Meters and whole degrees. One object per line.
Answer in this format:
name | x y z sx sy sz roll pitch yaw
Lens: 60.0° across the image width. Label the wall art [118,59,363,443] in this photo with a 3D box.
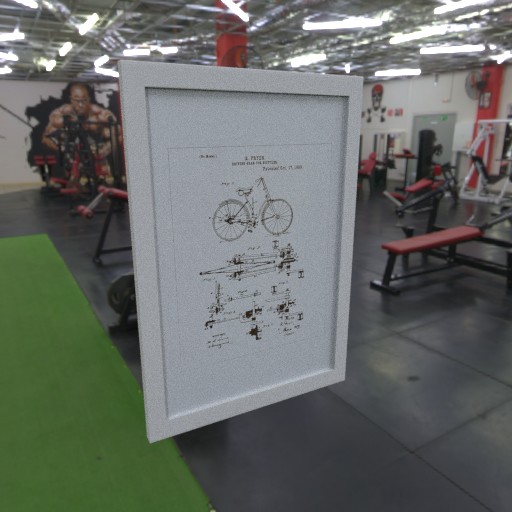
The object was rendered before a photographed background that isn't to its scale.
wall art | 0.000 0.000 0.612 0.332 0.477 0.015 -8 18 -27
